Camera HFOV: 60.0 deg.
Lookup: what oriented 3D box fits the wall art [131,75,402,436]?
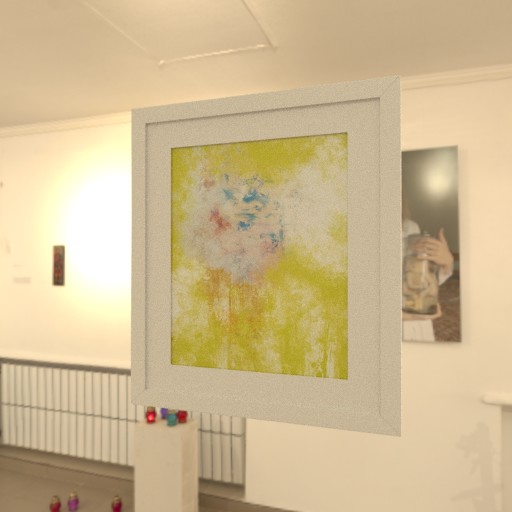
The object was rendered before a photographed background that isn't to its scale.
[{"bbox_3d":[0.000,0.000,0.531,0.331,0.381,0.028,0,0,19],"label":"wall art"}]
